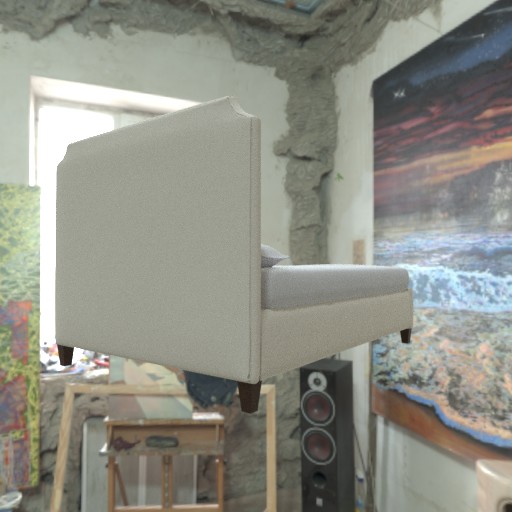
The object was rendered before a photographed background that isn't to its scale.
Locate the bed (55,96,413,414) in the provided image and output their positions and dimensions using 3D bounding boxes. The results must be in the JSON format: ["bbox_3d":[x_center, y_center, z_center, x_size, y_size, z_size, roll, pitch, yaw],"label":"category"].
[{"bbox_3d":[0.000,0.000,3.434,1.712,1.497,2.372,-1,-1,37],"label":"bed"}]
